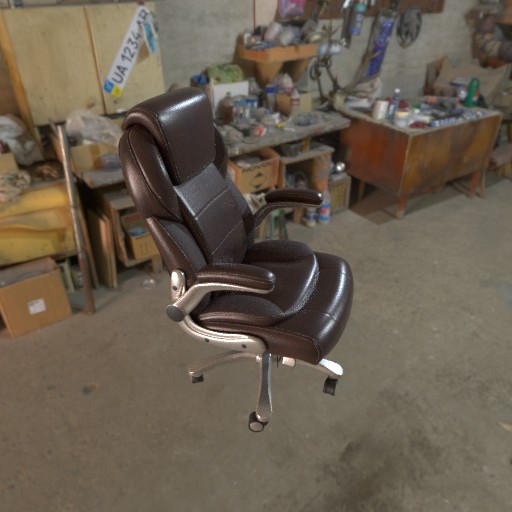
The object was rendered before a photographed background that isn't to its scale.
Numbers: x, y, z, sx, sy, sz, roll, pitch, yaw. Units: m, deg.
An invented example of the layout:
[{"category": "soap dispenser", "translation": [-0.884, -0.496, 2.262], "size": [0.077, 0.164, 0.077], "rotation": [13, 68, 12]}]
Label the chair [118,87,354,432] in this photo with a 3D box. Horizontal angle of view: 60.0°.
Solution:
[{"category": "chair", "translation": [0.000, 0.000, 1.709], "size": [0.774, 1.160, 0.733], "rotation": [10, 32, 17]}]
